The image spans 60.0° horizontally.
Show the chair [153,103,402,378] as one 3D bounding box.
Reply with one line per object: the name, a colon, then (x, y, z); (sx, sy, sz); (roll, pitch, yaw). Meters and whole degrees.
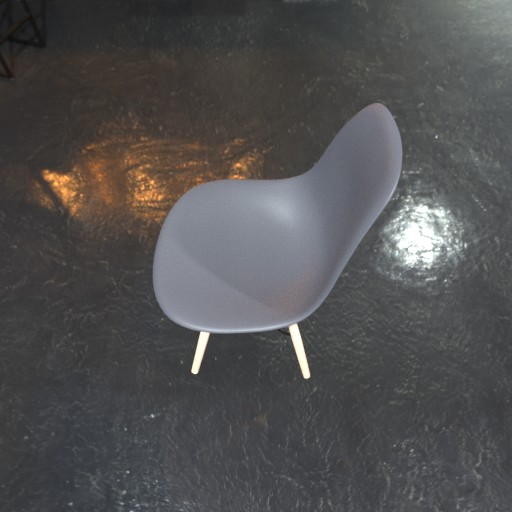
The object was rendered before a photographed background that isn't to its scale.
chair: (0.000, 0.000, 1.166); (0.533, 0.826, 0.470); (1, 57, 1)
